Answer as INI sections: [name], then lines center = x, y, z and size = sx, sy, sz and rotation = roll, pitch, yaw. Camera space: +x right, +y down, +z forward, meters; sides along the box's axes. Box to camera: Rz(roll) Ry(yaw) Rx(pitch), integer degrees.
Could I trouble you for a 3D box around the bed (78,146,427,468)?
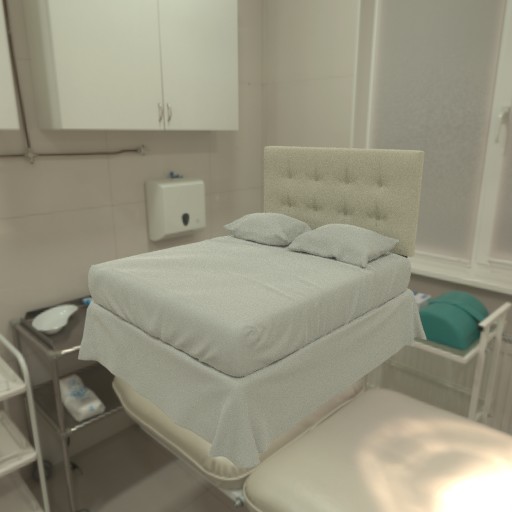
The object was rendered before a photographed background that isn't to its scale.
[bed]
center = 0.000, 0.000, 3.425
size = 1.936, 1.577, 2.222
rotation = 15, 21, 42
